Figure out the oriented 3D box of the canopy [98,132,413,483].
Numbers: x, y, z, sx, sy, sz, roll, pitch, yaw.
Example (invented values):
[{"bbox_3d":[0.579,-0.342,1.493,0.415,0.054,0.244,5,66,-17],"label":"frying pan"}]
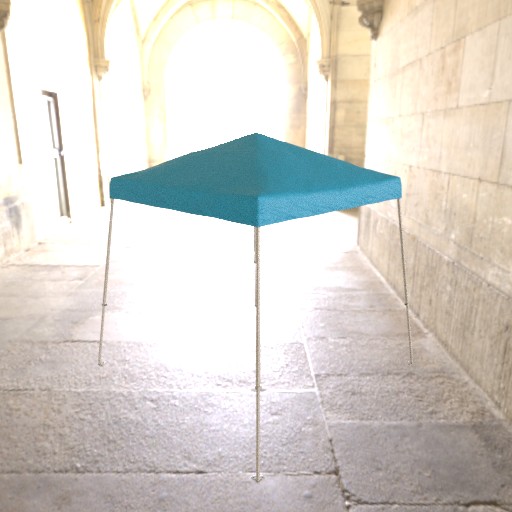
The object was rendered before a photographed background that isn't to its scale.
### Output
[{"bbox_3d":[0.000,0.000,5.276,2.849,2.849,2.848,15,21,43],"label":"canopy"}]
